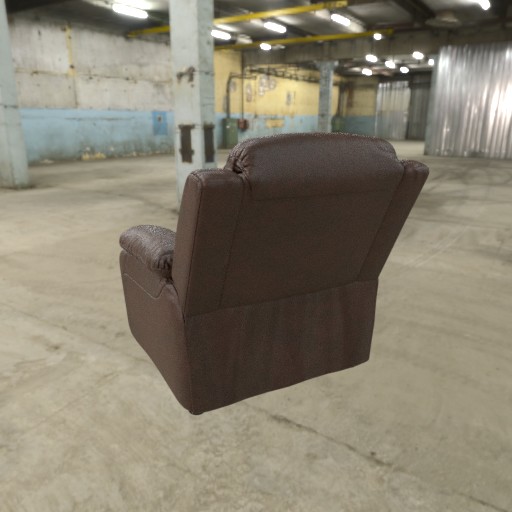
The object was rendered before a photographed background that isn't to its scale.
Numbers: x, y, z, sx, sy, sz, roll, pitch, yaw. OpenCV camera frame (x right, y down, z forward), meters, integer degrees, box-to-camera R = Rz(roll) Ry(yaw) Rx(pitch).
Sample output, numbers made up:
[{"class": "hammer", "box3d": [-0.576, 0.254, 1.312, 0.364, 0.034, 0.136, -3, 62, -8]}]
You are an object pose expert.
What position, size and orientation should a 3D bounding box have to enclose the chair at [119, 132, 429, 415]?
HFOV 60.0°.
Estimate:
[{"class": "chair", "box3d": [0.000, 0.000, 1.297, 0.680, 0.702, 0.707, -8, 18, -27]}]
